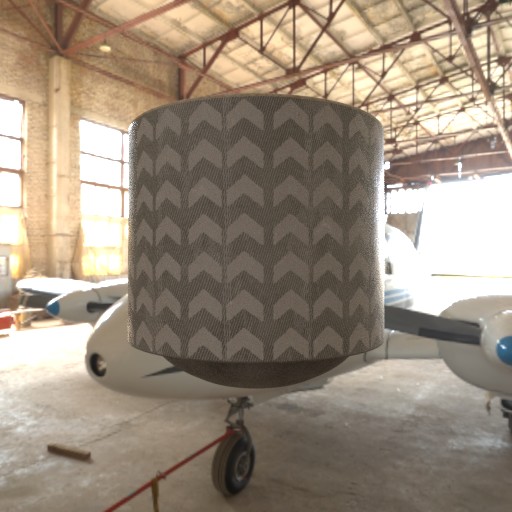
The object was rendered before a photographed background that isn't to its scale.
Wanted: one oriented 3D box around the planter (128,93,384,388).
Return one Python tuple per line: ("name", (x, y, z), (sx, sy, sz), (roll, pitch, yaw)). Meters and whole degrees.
("planter", (0.000, 0.000, 0.342), (0.190, 0.181, 0.190), (0, -1, 0))
